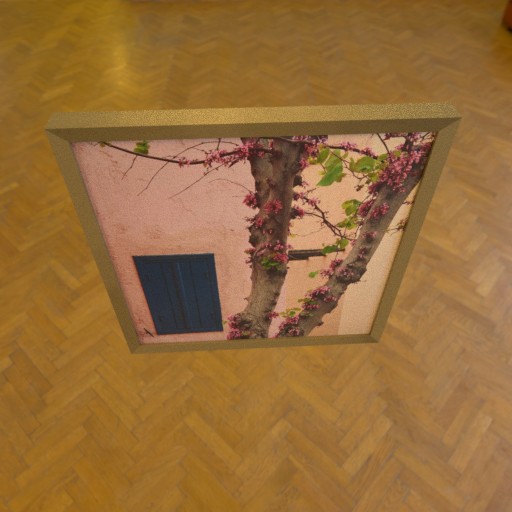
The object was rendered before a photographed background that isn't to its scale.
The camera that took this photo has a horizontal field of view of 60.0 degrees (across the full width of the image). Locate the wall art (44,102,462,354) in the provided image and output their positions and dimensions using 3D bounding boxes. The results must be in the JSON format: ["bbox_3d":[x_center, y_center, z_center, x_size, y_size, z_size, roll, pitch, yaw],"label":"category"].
[{"bbox_3d":[0.000,0.000,0.734,0.507,0.508,0.038,-2,47,-2],"label":"wall art"}]
